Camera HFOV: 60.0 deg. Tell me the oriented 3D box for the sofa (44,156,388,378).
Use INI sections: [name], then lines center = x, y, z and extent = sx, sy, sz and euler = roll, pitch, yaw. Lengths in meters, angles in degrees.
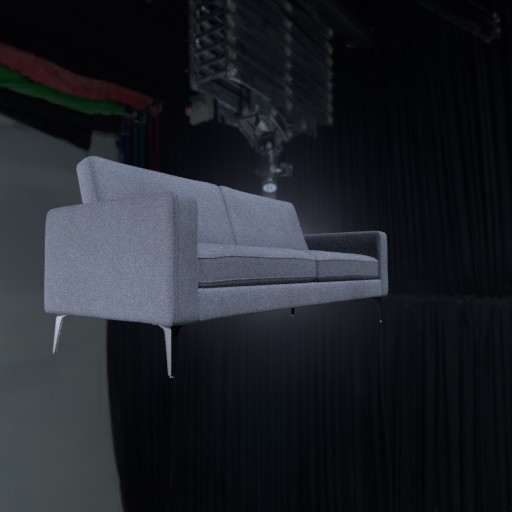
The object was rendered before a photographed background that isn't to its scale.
[sofa]
center = 0.000, 0.000, 2.372
extent = 0.774, 0.828, 1.925
euler = -1, -2, 36
